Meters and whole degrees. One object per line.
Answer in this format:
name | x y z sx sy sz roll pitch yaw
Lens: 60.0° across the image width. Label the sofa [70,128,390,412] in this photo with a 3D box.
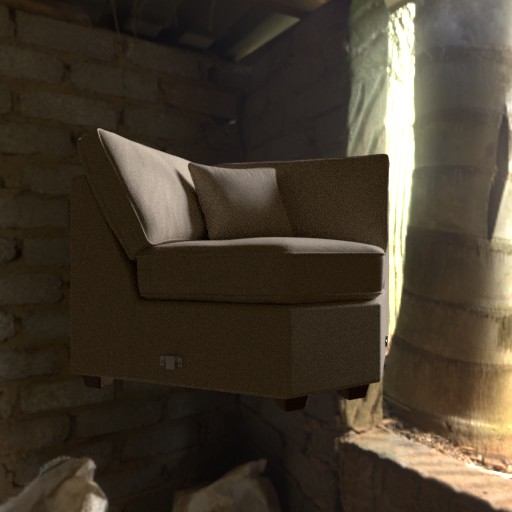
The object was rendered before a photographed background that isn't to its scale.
sofa | 0.000 0.000 1.825 1.042 0.937 1.050 0 0 19
